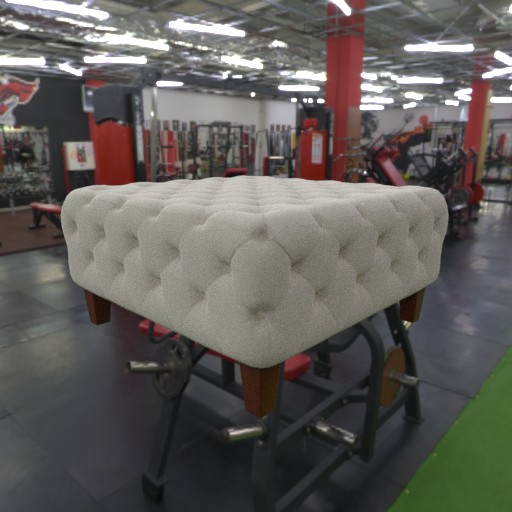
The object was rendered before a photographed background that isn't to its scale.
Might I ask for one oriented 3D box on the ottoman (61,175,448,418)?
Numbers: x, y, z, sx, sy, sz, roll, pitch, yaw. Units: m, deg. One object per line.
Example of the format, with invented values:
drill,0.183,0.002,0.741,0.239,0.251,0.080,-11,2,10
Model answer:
ottoman,0.000,0.000,1.203,0.755,0.376,0.753,13,19,42
